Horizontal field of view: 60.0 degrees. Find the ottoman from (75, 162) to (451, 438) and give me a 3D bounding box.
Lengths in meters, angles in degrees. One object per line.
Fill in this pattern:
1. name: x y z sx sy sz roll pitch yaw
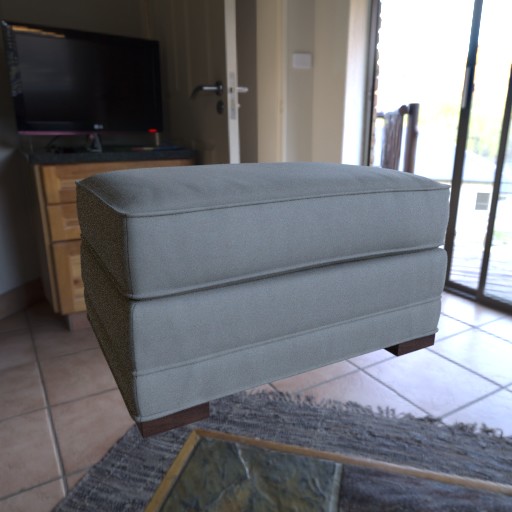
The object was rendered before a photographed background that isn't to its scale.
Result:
1. ottoman: 0.000 0.000 1.205 0.848 0.482 0.611 -8 18 -27
